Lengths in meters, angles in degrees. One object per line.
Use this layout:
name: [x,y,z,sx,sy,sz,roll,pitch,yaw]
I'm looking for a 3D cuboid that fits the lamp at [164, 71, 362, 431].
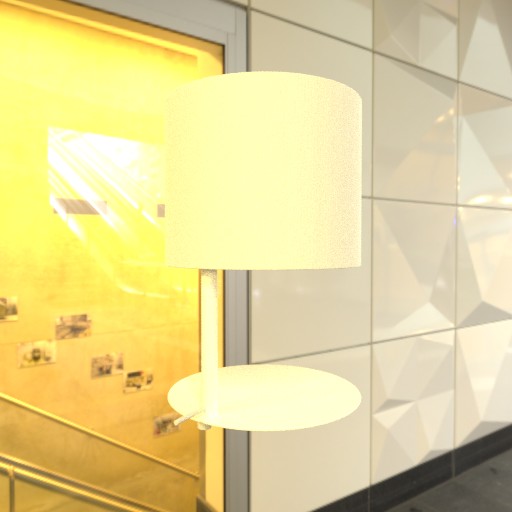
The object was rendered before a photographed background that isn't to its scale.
lamp: [0.000,0.000,0.678,0.299,0.454,0.341,1,2,37]
